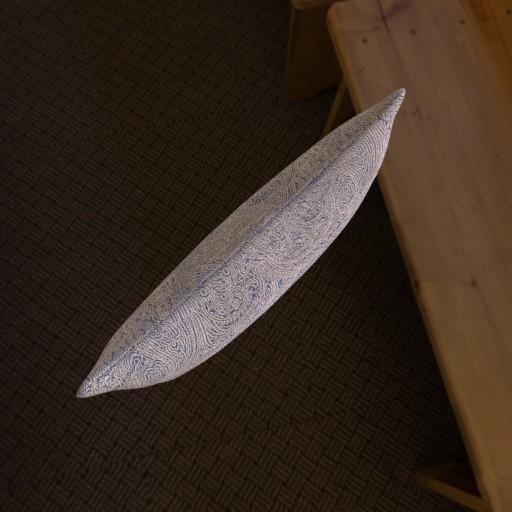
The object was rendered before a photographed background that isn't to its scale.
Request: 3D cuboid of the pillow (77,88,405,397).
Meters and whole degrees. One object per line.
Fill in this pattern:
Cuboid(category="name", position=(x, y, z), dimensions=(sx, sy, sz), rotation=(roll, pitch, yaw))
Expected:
Cuboid(category="pillow", position=(0.000, 0.000, 0.736), dimensions=(0.615, 0.295, 0.151), rotation=(-44, 80, -10))
